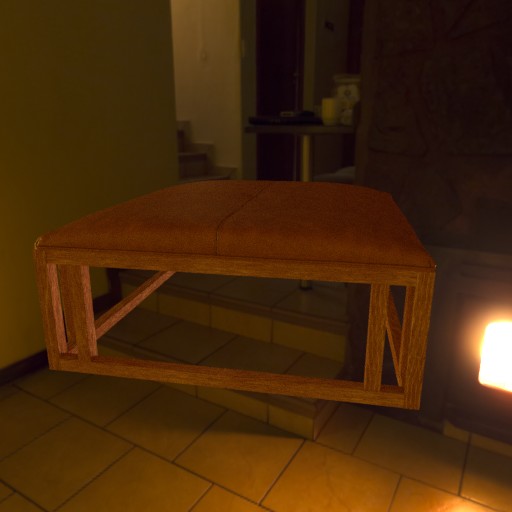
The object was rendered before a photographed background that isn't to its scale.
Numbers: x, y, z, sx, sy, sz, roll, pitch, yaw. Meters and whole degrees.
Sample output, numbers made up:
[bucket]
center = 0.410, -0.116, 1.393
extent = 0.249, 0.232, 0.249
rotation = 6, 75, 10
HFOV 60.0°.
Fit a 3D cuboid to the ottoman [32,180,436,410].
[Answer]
[ottoman]
center = 0.000, 0.000, 1.591
extent = 1.013, 0.442, 1.016
rotation = 3, 17, 10
